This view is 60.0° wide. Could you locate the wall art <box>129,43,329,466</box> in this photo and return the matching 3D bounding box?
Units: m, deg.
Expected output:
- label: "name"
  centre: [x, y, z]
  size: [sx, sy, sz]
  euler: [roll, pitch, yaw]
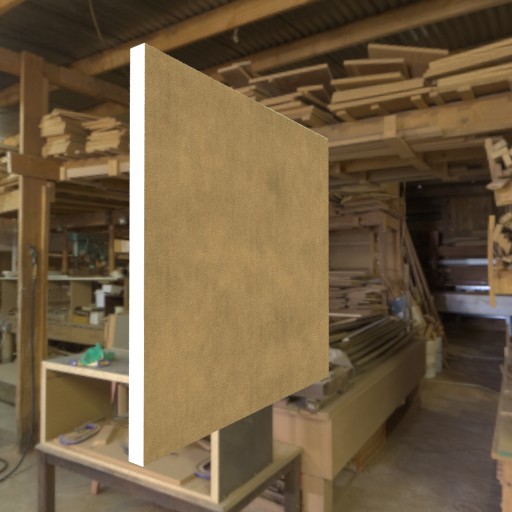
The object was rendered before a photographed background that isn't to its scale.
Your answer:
- label: "wall art"
  centre: [0.000, 0.000, 0.667]
  size: [0.023, 0.453, 0.455]
  euler: [-1, -1, 35]
